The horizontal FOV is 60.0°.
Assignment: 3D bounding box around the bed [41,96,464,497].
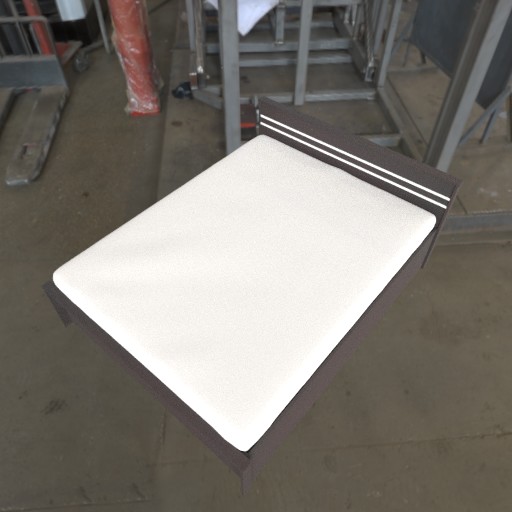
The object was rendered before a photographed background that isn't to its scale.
[{"bbox_3d":[0.000,0.000,2.892,1.634,0.808,2.103,32,55,26],"label":"bed"}]
